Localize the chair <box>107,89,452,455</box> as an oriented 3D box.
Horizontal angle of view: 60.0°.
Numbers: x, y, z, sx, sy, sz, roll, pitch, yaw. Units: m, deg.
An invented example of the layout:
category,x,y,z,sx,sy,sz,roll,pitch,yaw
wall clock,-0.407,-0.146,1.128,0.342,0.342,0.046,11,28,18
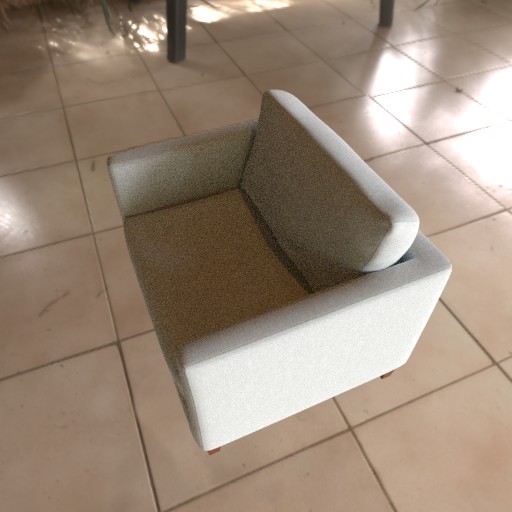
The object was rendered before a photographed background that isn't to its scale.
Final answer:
category,x,y,z,sx,sy,sz,roll,pitch,yaw
chair,0.000,0.000,1.829,0.953,0.961,1.107,-18,50,-16
